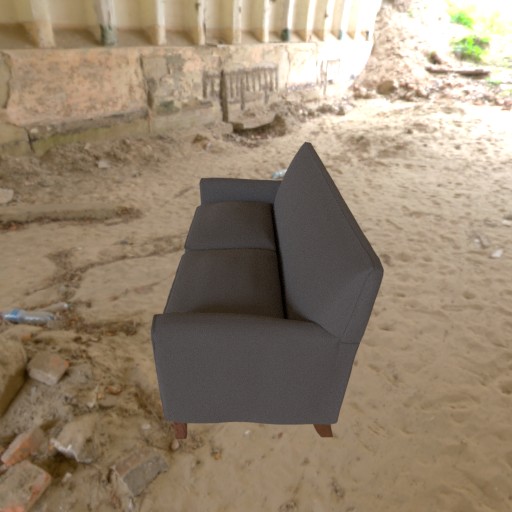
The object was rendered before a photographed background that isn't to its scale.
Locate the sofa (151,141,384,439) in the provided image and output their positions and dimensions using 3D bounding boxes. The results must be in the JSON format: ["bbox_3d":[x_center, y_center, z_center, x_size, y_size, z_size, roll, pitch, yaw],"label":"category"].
[{"bbox_3d":[0.000,0.000,2.560,0.843,0.907,2.002,0,26,-1],"label":"sofa"}]
